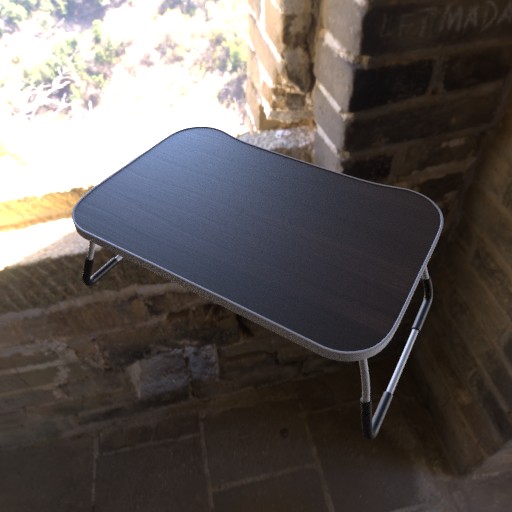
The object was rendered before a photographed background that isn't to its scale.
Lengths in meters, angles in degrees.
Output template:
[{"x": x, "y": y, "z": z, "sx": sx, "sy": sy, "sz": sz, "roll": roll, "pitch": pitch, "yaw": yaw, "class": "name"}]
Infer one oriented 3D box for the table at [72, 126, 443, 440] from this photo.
[{"x": 0.000, "y": 0.000, "z": 0.870, "sx": 0.660, "sy": 0.232, "sz": 0.400, "roll": 23, "pitch": 50, "yaw": 21, "class": "table"}]
